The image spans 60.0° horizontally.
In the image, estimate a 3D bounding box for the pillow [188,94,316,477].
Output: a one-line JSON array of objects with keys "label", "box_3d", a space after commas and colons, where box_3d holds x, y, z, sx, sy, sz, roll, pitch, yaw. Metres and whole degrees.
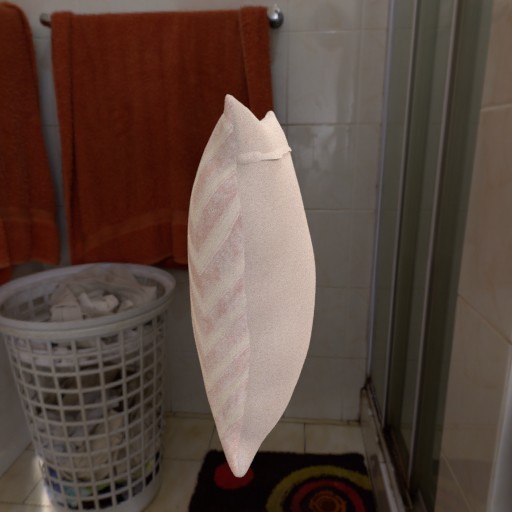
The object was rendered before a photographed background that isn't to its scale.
[{"label": "pillow", "box_3d": [0.000, 0.000, 0.674, 0.182, 0.441, 0.440, 2, 15, 7]}]
